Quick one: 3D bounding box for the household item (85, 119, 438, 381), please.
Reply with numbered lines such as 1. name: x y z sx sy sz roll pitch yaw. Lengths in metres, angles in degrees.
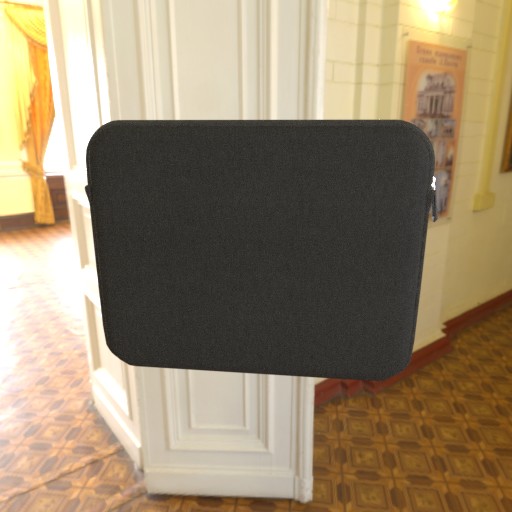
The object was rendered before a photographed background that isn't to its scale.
1. household item: 0.000 0.000 0.519 0.396 0.305 0.030 2 16 6
